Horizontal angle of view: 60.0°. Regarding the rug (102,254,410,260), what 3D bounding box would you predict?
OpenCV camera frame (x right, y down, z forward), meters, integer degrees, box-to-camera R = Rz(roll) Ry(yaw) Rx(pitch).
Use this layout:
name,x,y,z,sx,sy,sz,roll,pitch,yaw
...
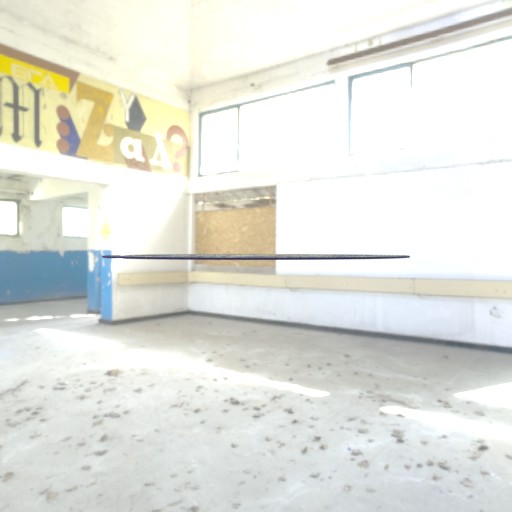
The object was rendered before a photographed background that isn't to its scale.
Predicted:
name,x,y,z,sx,sy,sz,roll,pitch,yaw
rug,0.000,0.000,3.633,2.386,0.014,2.386,0,1,0
